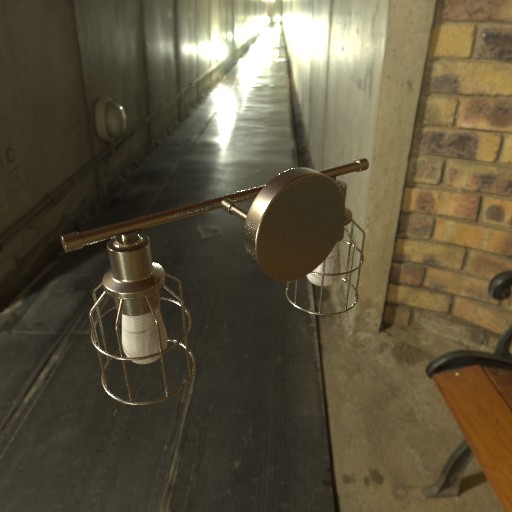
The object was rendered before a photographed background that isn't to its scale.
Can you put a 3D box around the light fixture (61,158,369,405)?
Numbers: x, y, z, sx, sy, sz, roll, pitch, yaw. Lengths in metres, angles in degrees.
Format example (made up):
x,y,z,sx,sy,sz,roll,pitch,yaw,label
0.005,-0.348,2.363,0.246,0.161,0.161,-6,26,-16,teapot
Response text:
x,y,z,sx,sy,sz,roll,pitch,yaw,label
0.000,0.000,0.534,0.406,0.254,0.165,-19,35,-30,light fixture
